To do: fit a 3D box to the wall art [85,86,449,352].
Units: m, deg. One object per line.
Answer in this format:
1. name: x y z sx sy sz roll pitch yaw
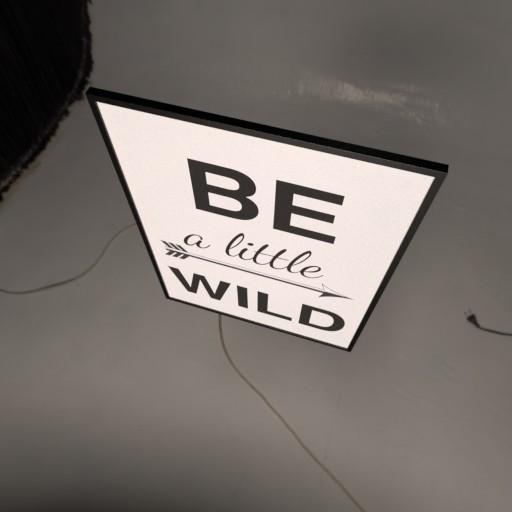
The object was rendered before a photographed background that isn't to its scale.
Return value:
1. wall art: 0.000 0.000 0.769 0.442 0.582 0.013 15 60 9
